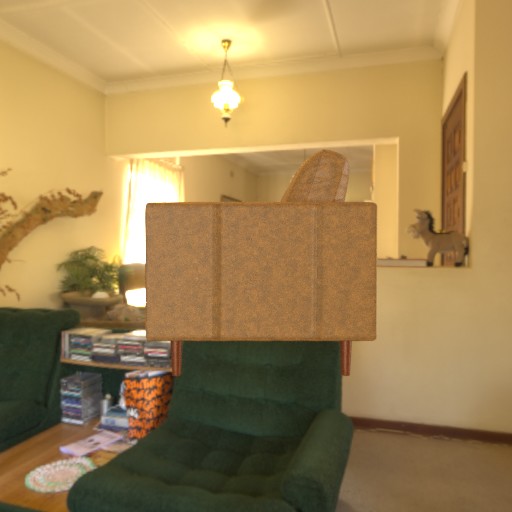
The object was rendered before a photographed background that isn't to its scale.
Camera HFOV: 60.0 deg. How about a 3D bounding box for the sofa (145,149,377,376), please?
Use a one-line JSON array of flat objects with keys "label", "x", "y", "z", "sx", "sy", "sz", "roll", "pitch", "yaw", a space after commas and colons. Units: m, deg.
[{"label": "sofa", "x": 0.000, "y": 0.000, "z": 2.769, "sx": 0.903, "sy": 0.930, "sz": 2.231, "roll": 0, "pitch": 1, "yaw": 0}]
